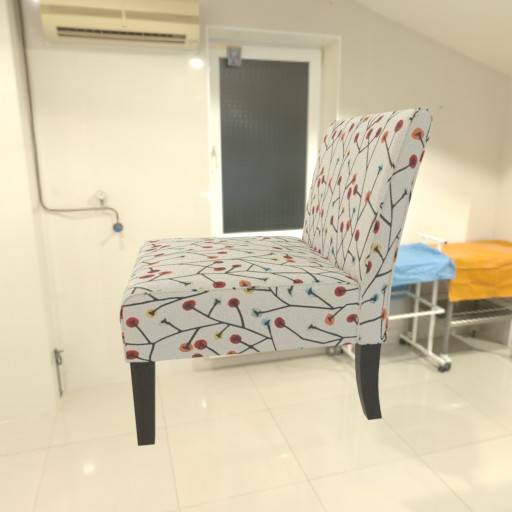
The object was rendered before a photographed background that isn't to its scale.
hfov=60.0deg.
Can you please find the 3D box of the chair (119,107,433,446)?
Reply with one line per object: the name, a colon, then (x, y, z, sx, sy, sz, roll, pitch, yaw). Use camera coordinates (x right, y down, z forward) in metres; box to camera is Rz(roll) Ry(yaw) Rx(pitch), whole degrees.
chair: (0.000, 0.000, 1.323, 0.732, 0.813, 0.597, -2, 14, -9)
